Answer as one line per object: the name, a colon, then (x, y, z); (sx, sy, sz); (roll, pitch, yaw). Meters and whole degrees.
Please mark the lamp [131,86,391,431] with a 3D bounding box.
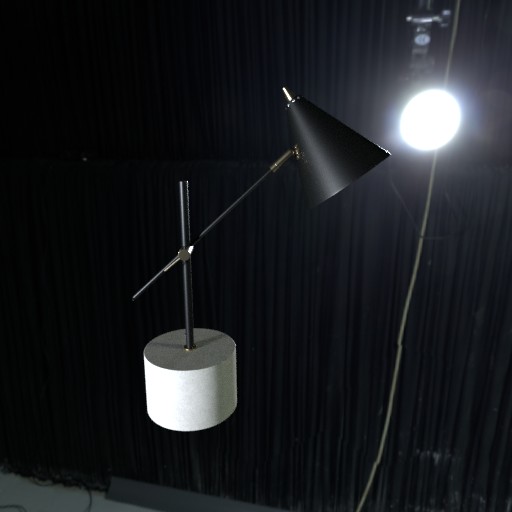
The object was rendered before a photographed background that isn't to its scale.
lamp: (0.000, 0.000, 0.712); (0.403, 0.518, 0.214); (2, 16, 8)
